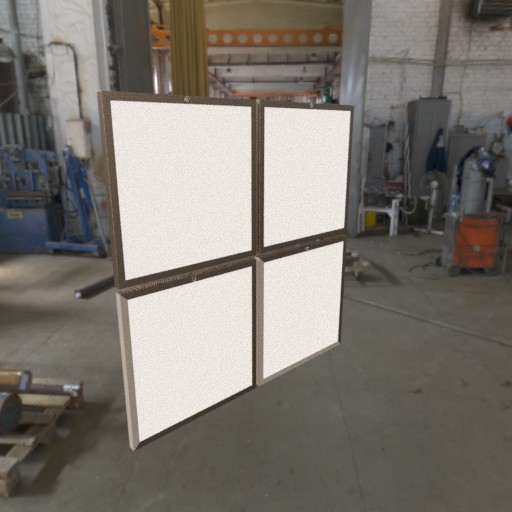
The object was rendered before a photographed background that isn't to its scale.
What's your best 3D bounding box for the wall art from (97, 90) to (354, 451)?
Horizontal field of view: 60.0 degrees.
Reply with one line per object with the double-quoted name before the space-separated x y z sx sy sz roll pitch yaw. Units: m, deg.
"wall art" 0.000 0.000 1.550 1.032 1.032 0.030 -14 21 -41
